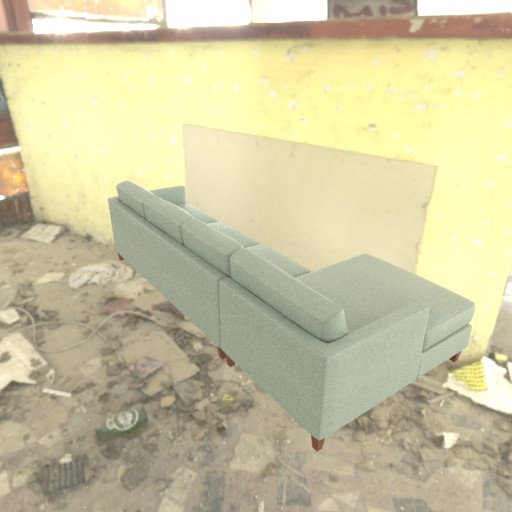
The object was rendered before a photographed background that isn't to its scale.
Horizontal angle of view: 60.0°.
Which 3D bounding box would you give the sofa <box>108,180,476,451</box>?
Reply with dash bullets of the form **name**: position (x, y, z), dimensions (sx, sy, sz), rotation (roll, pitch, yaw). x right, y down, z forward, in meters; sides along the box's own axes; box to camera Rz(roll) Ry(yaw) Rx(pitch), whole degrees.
- **sofa**: position (0.000, 0.000, 4.140), dimensions (1.600, 0.953, 3.470), rotation (-17, 30, -32)
